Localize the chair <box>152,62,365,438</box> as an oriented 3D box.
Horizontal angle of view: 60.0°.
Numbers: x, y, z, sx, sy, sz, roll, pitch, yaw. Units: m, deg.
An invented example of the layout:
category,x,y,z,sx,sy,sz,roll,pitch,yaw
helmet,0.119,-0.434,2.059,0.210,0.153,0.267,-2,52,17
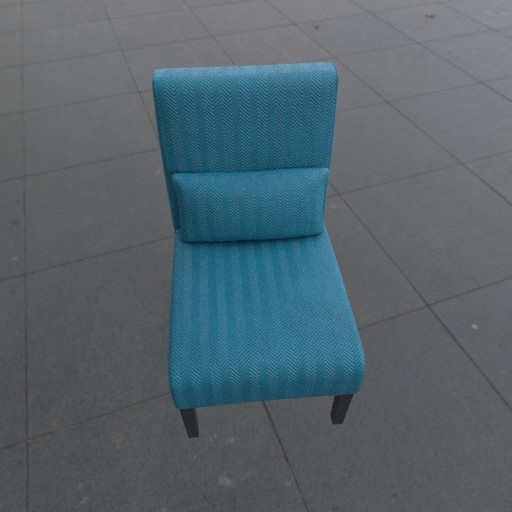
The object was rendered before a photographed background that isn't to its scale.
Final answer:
category,x,y,z,sx,sy,sz,roll,pitch,yaw
chair,0.000,0.000,1.434,0.579,0.927,0.808,-4,46,-4
